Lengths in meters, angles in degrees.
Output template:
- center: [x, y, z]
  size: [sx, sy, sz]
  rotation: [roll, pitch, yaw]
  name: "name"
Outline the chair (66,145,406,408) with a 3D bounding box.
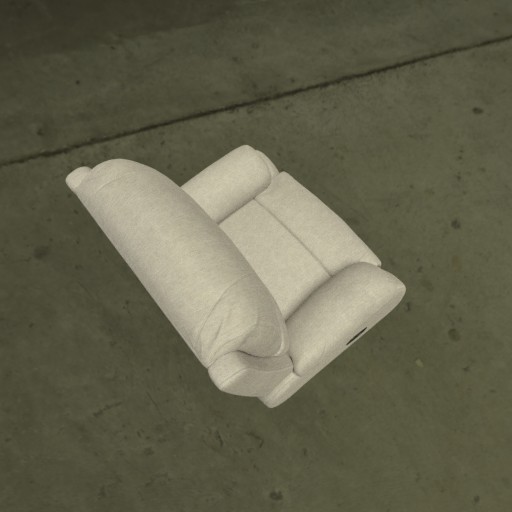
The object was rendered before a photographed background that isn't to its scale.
- center: [0.000, 0.000, 1.732]
  size: [0.899, 1.011, 0.930]
  rotation: [-34, 65, -18]
  name: "chair"
